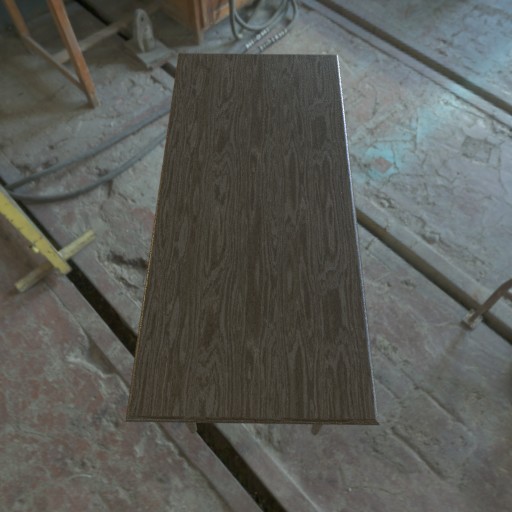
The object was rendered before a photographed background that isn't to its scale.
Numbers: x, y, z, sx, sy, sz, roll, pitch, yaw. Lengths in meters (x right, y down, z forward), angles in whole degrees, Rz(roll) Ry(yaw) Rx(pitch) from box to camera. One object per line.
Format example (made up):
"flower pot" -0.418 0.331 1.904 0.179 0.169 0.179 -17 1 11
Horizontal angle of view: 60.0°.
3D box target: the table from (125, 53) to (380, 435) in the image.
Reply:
"table" 0.000 0.000 1.686 0.599 0.780 1.300 1 62 0
